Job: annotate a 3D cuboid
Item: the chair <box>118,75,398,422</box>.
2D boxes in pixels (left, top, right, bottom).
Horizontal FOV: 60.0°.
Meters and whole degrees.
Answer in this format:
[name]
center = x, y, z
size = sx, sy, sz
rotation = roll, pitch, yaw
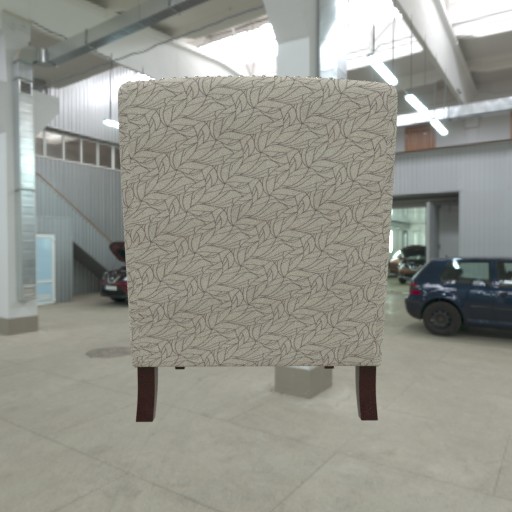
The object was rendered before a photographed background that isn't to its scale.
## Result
[chair]
center = 0.000, 0.000, 1.298
size = 0.623, 0.816, 0.651
rotation = 0, 1, -1
